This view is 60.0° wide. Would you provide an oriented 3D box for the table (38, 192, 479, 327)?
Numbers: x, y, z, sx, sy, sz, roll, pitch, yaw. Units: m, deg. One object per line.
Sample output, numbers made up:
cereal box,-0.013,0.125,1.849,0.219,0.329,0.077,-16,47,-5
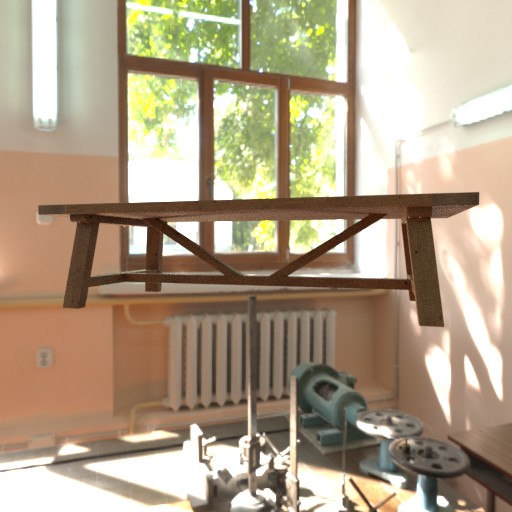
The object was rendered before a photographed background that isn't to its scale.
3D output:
table,0.000,0.000,2.135,1.800,0.465,0.820,0,2,17
